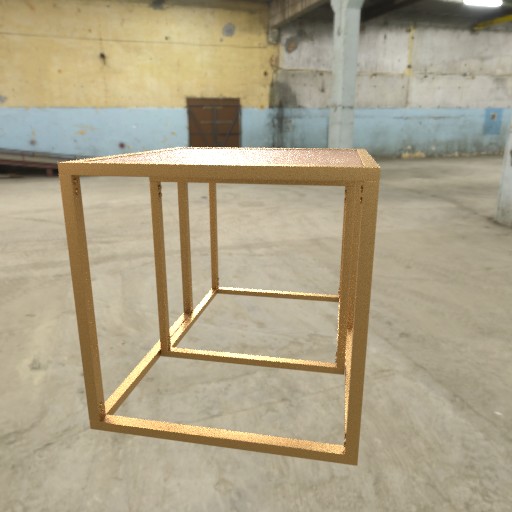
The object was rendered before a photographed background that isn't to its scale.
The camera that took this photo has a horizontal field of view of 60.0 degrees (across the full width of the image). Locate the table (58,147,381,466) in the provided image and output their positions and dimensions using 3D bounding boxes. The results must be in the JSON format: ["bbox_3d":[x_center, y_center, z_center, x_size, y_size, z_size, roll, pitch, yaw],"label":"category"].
[{"bbox_3d":[0.000,0.000,1.094,0.505,0.505,0.762,3,17,10],"label":"table"}]
